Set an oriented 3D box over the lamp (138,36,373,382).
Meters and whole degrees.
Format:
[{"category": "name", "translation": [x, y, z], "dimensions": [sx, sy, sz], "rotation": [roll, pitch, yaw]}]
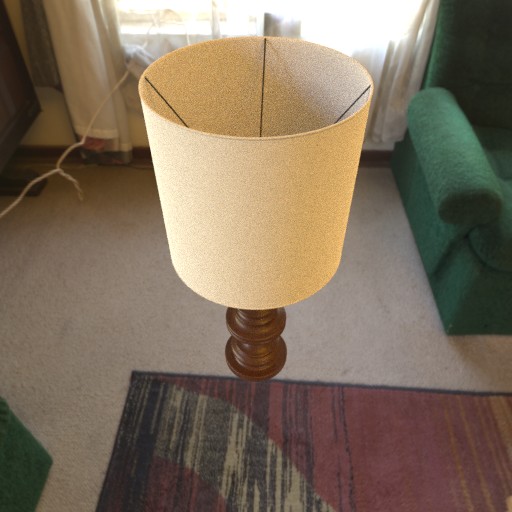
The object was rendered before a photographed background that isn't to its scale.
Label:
[{"category": "lamp", "translation": [0.000, 0.000, 0.561], "dimensions": [0.208, 0.455, 0.208], "rotation": [-11, 46, -10]}]
